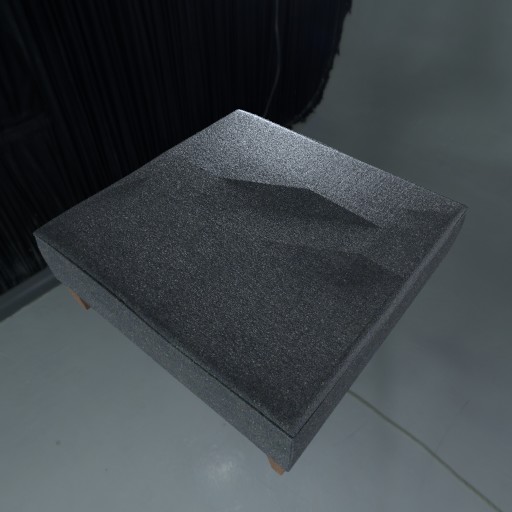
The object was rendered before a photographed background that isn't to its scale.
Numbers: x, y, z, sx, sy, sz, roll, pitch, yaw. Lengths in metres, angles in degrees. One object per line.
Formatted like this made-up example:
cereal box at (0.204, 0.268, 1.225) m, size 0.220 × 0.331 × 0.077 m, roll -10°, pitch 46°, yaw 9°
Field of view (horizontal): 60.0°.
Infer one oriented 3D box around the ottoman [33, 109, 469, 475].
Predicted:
ottoman at (0.000, 0.000, 1.511) m, size 1.004 × 0.382 × 0.968 m, roll 31°, pitch 54°, yaw 26°
